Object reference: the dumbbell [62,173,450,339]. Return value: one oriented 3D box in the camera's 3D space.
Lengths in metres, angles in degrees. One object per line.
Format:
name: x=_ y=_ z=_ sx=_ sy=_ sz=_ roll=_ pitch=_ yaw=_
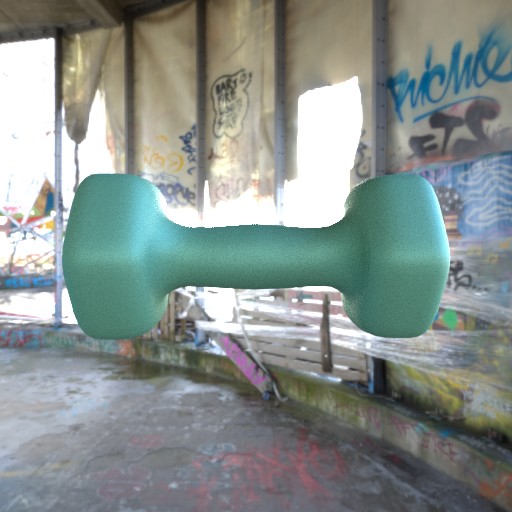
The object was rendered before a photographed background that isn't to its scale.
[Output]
dumbbell: x=0.000 y=0.000 z=0.332 sx=0.260 sy=0.117 sz=0.129 roll=0 pitch=1 yaw=-1
